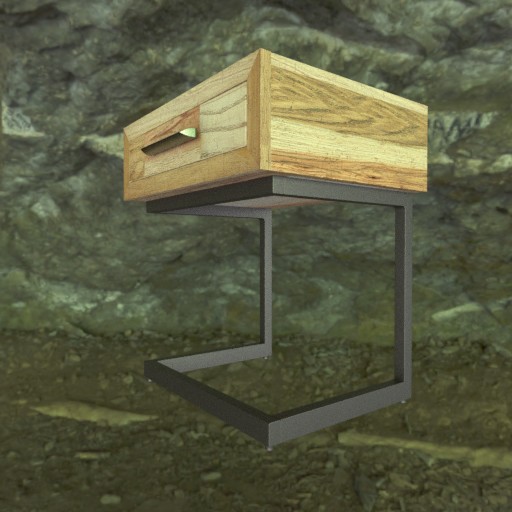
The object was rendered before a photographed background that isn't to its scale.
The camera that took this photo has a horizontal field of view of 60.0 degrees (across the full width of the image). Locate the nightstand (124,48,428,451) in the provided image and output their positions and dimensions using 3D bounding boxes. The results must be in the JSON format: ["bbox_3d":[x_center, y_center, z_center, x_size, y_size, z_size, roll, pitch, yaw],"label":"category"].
[{"bbox_3d":[0.000,0.000,1.010,0.481,0.632,0.558,-1,1,-37],"label":"nightstand"}]
